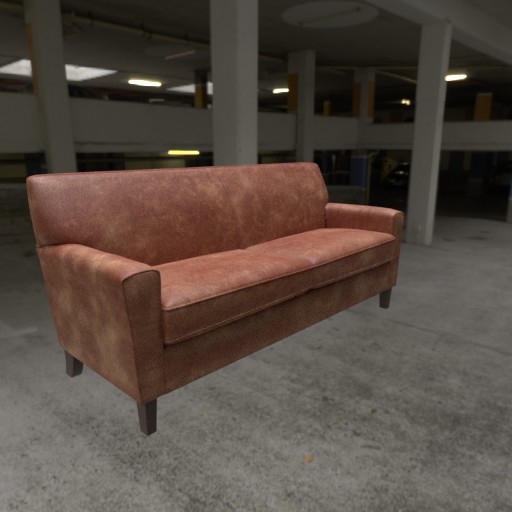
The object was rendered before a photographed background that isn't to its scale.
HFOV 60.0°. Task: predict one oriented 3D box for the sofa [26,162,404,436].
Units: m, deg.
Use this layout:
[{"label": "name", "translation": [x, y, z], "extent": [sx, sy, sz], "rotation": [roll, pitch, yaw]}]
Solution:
[{"label": "sofa", "translation": [0.000, 0.000, 2.458], "extent": [0.805, 0.947, 2.053], "rotation": [13, 19, 42]}]
